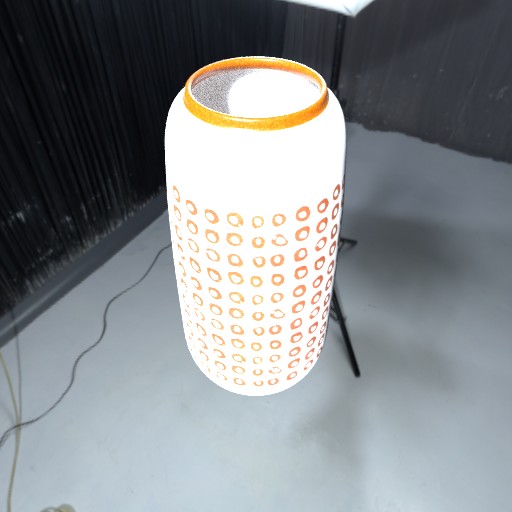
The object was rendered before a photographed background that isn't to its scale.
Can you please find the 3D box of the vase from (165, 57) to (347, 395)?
[{"bbox_3d":[0.000,0.000,0.355,0.133,0.282,0.133,0,46,0],"label":"vase"}]
